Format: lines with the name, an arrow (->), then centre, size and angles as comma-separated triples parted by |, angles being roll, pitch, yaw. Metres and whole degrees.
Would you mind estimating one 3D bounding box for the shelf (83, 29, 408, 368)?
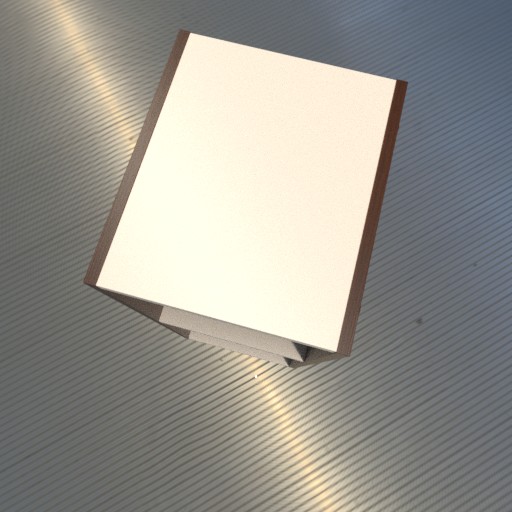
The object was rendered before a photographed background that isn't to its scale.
shelf -> 0.000, 0.000, 0.723 | 0.253, 0.600, 0.290 | 15, 75, 4
